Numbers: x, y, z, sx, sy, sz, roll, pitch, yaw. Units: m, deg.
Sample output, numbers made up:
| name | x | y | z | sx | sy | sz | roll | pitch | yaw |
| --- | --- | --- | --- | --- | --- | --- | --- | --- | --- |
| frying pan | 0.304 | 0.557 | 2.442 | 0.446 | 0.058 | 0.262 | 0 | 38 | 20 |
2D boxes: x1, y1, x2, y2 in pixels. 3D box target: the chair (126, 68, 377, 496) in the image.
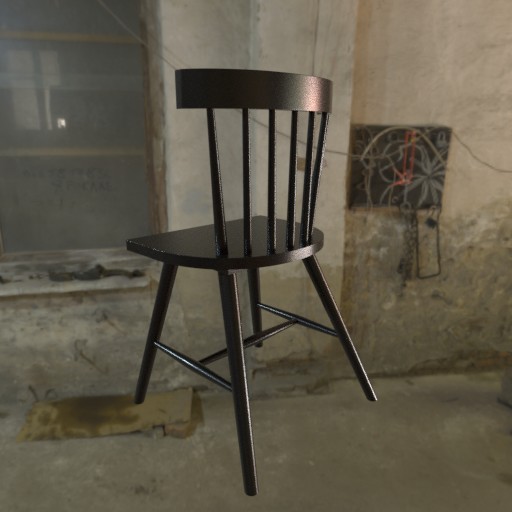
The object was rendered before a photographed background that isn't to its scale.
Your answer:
| name | x | y | z | sx | sy | sz | roll | pitch | yaw |
| --- | --- | --- | --- | --- | --- | --- | --- | --- | --- |
| chair | 0.000 | 0.000 | 1.135 | 0.506 | 0.844 | 0.483 | -15 | 22 | -43 |
